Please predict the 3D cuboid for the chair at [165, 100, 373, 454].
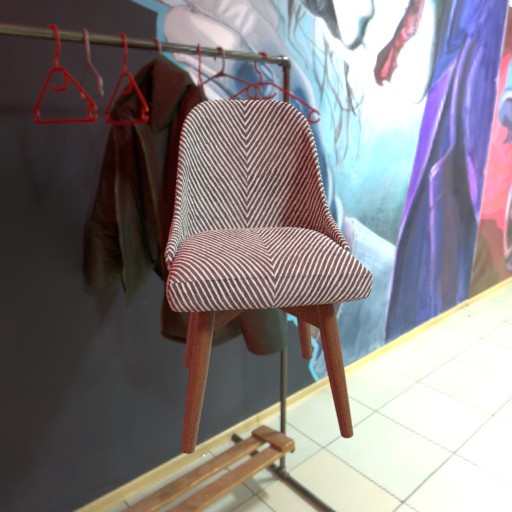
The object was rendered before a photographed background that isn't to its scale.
[{"bbox_3d":[0.000,0.000,1.279,0.504,0.883,0.591,-2,16,-8],"label":"chair"}]
